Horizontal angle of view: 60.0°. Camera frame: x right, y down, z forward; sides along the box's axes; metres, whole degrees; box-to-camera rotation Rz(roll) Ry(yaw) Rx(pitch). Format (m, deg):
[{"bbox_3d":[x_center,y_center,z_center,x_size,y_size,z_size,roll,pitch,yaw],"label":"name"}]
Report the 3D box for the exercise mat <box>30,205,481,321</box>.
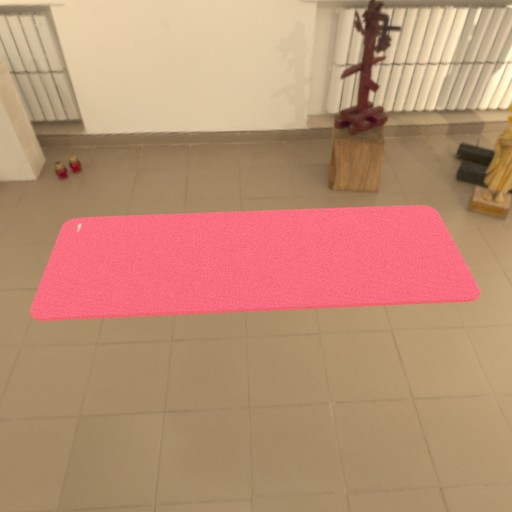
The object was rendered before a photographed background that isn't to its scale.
[{"bbox_3d":[0.000,0.000,2.031,1.884,0.021,0.616,-2,46,-2],"label":"exercise mat"}]
